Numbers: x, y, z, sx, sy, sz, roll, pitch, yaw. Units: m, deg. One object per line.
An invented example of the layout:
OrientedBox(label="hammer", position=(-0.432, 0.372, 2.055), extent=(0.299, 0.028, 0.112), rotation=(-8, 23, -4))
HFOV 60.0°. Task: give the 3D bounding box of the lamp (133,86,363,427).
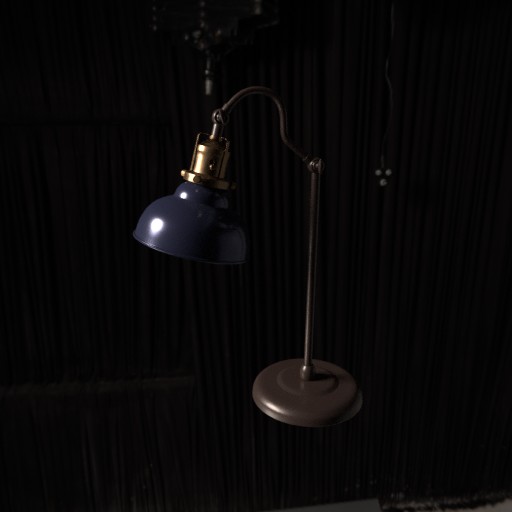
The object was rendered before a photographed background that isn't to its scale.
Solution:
OrientedBox(label="lamp", position=(0.000, 0.000, 0.706), extent=(0.374, 0.508, 0.192), rotation=(-2, 15, -8))
